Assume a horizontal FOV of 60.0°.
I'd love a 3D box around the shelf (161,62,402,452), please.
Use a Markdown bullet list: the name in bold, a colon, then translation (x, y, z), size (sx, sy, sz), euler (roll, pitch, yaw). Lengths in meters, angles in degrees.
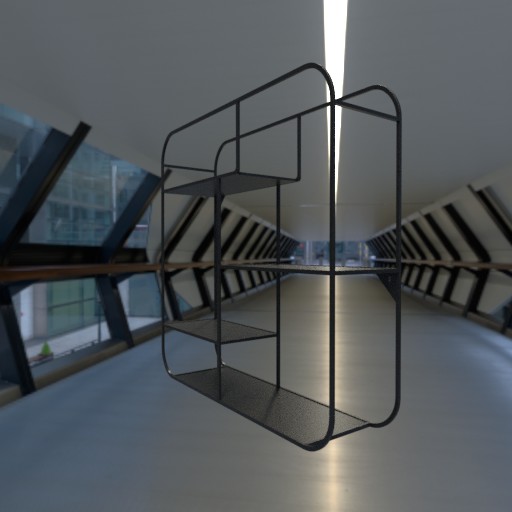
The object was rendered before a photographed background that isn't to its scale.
- **shelf**: translation (0.000, 0.000, 0.930), size (0.160, 0.600, 0.600), euler (-1, 1, -36)
